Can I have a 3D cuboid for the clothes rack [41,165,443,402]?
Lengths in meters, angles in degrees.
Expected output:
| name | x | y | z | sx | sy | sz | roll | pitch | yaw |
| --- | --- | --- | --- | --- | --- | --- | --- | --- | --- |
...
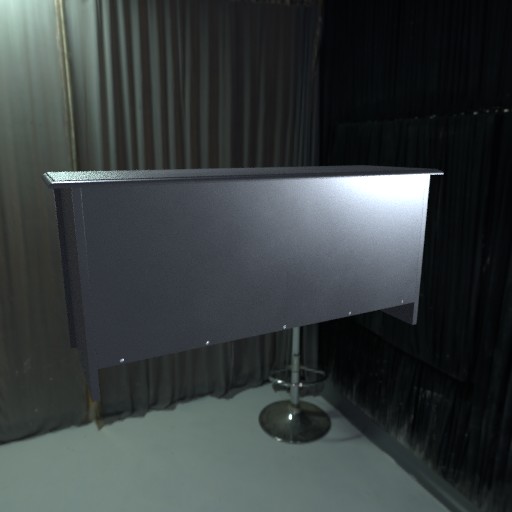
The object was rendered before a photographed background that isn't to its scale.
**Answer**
| name | x | y | z | sx | sy | sz | roll | pitch | yaw |
| --- | --- | --- | --- | --- | --- | --- | --- | --- | --- |
| clothes rack | 0.000 | 0.000 | 1.469 | 1.219 | 0.556 | 0.406 | -7 | 15 | -26 |
